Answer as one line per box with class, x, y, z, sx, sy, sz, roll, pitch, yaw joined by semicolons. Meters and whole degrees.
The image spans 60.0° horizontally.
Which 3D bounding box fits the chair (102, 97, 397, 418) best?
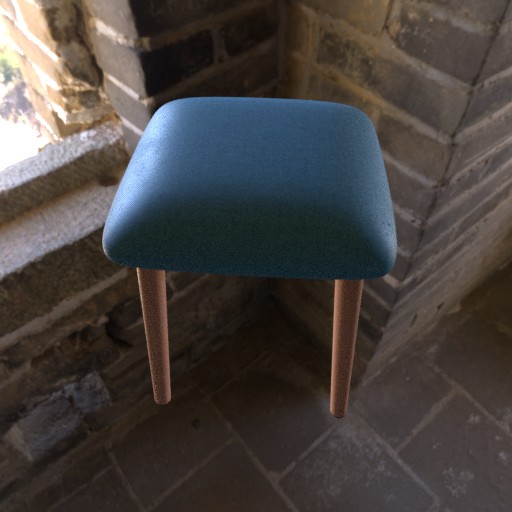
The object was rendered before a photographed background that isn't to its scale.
chair;0.000;0.000;0.742;0.360;0.450;0.360;3;47;3
